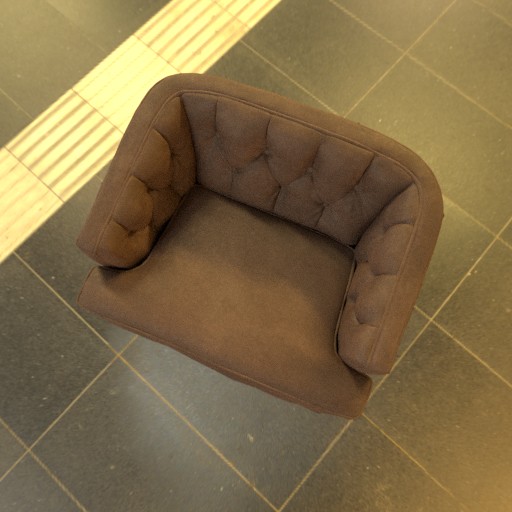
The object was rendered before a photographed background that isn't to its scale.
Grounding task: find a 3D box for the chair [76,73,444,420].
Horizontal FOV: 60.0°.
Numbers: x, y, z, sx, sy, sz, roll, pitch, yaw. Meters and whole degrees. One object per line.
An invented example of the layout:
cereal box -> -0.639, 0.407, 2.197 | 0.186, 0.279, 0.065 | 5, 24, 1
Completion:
chair -> 0.000, 0.000, 1.708 | 1.118, 0.787, 0.914 | 22, 77, 5
